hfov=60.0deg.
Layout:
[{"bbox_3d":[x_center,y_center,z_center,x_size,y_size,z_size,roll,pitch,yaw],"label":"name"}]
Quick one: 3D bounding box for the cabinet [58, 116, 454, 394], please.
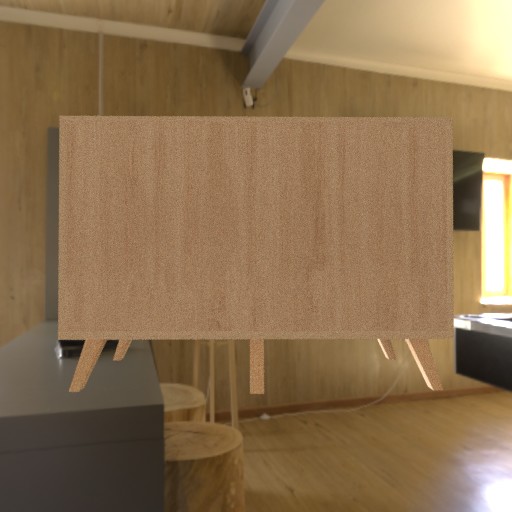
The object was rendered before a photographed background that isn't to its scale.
[{"bbox_3d":[0.000,0.000,1.496,1.110,0.780,0.500,0,-1,-1],"label":"cabinet"}]
